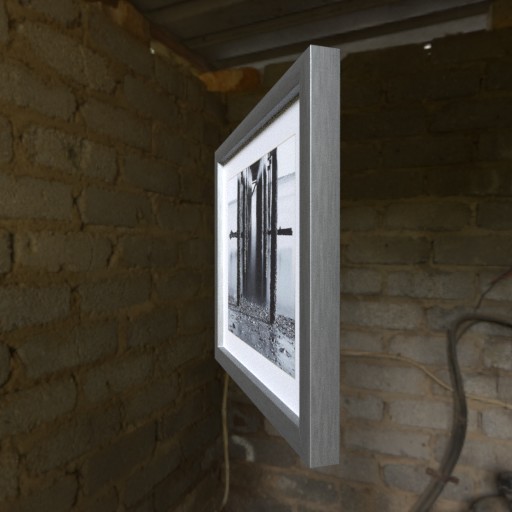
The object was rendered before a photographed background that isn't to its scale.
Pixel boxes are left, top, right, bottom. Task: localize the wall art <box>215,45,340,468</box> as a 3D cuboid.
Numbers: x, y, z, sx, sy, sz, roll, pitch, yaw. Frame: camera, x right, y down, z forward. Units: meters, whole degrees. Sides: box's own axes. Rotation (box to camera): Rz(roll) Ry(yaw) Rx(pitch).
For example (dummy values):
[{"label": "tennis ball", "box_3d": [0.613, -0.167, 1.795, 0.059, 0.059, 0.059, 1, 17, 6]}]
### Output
[{"label": "wall art", "box_3d": [0.000, 0.000, 0.531, 0.028, 0.330, 0.380, 0, 0, -17]}]
